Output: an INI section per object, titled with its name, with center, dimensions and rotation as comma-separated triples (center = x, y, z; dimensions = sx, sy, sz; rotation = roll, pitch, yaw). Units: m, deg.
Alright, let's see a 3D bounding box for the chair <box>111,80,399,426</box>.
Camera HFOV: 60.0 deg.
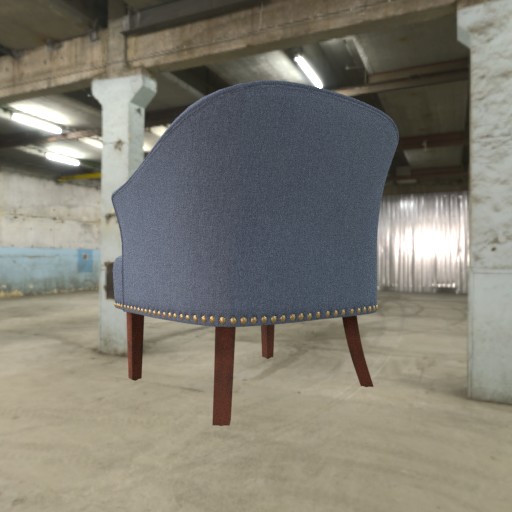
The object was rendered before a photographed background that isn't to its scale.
[chair]
center = 0.000, 0.000, 1.386
dimensions = 0.772, 0.815, 0.704
rotation = 1, -1, -37
